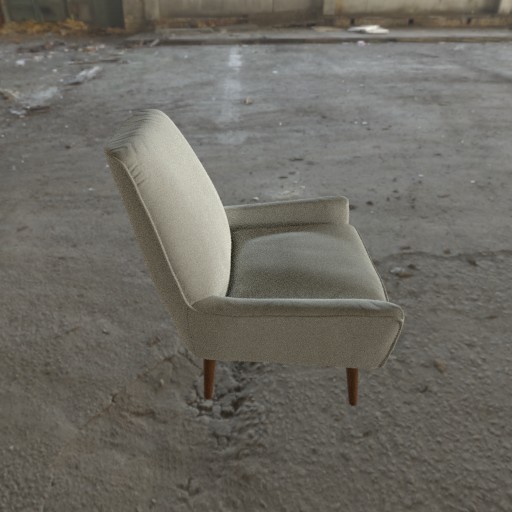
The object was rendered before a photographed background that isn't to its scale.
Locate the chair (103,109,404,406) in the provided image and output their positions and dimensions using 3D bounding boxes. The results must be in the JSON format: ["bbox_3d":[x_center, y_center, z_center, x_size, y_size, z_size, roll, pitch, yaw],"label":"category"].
[{"bbox_3d":[0.000,0.000,1.510,0.822,0.888,0.787,-1,32,-1],"label":"chair"}]
